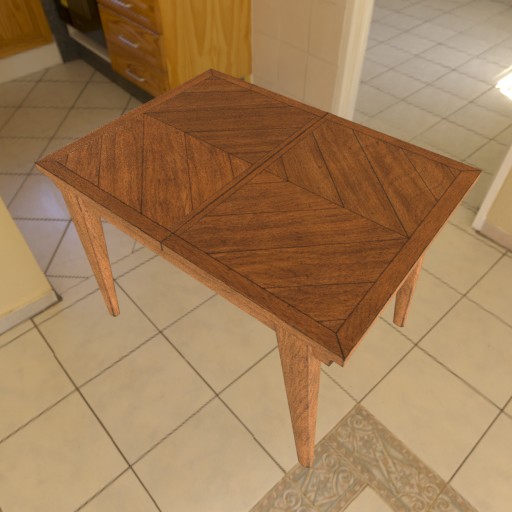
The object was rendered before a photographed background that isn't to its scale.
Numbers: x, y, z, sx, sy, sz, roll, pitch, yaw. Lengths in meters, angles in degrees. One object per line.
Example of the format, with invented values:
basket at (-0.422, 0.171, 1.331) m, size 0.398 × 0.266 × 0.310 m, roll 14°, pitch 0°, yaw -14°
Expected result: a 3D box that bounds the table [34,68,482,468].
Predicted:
table at (0.000, 0.000, 1.542) m, size 1.027 × 0.760 × 0.757 m, roll 30°, pitch 54°, yaw 25°
